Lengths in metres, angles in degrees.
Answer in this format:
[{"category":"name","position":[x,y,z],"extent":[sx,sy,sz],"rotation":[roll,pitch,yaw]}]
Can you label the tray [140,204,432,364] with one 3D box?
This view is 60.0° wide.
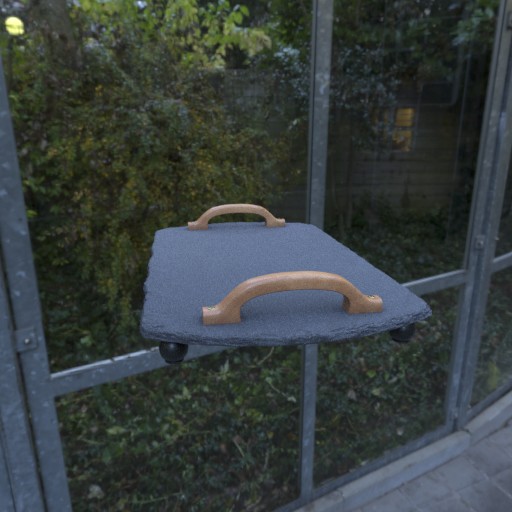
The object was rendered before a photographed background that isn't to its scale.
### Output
[{"category":"tray","position":[0.000,0.000,0.480],"extent":[0.231,0.062,0.387],"rotation":[-3,16,-10]}]
